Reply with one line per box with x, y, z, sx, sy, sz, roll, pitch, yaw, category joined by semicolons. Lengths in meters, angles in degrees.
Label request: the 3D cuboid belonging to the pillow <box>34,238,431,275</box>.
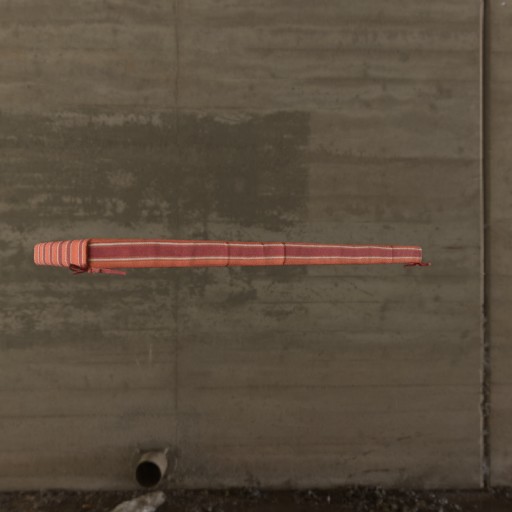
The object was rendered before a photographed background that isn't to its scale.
0.000;0.000;1.351;1.187;0.081;0.492;0;0;-38;pillow
